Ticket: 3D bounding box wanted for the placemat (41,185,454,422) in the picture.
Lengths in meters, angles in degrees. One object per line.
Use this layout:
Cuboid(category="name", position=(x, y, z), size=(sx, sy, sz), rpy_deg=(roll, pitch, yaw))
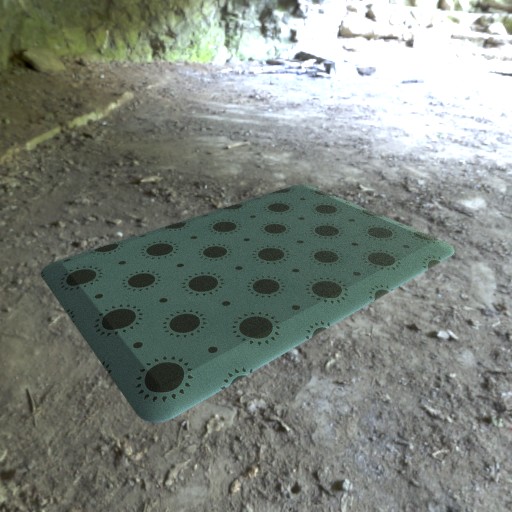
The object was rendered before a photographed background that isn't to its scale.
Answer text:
Cuboid(category="placemat", position=(0.000, 0.000, 0.948), size=(0.762, 0.021, 0.508), rpy_deg=(-22, 37, -32))
